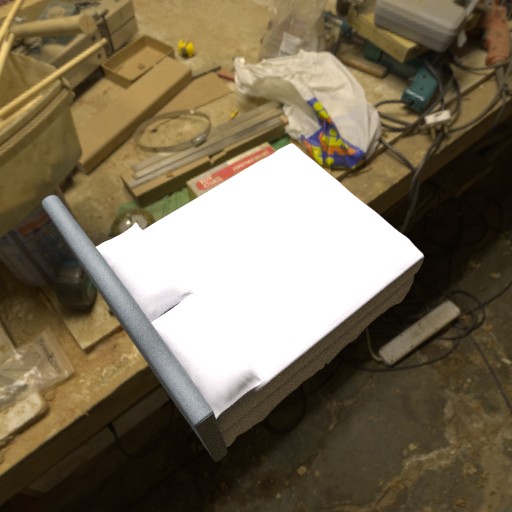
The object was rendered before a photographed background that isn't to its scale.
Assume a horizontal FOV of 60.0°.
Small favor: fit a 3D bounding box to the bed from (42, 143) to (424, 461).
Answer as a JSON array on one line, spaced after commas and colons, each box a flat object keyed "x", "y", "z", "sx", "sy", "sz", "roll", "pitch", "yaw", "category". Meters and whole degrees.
[{"x": 0.000, "y": 0.000, "z": 3.335, "sx": 2.143, "sy": 1.460, "sz": 1.753, "roll": -34, "pitch": 64, "yaw": -19, "category": "bed"}]
